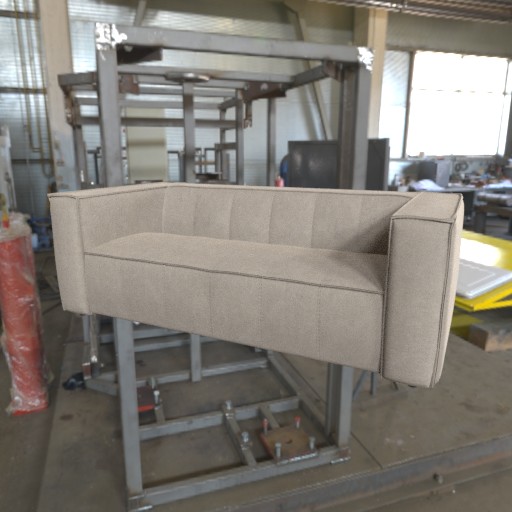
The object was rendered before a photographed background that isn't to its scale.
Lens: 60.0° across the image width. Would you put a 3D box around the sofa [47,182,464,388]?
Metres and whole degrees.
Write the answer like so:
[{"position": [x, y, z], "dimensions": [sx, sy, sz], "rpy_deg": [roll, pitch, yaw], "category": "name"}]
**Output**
[{"position": [0.000, 0.000, 2.397], "dimensions": [1.995, 0.680, 1.038], "rpy_deg": [6, 15, 25], "category": "sofa"}]
